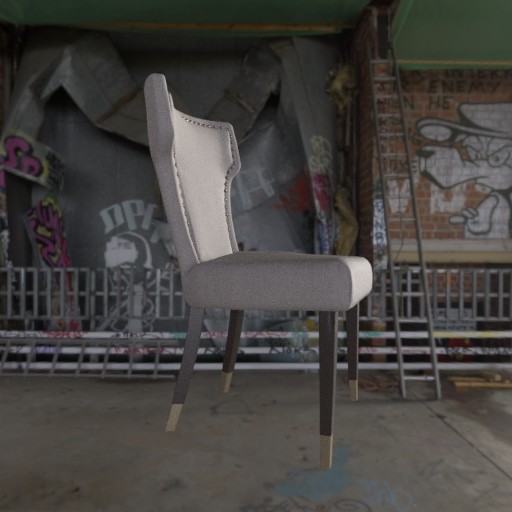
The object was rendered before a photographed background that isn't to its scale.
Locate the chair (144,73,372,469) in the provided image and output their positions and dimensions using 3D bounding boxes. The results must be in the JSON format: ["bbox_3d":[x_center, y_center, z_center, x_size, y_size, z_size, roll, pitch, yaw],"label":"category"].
[{"bbox_3d":[0.000,0.000,1.312,0.630,0.950,0.526,0,0,20],"label":"chair"}]
